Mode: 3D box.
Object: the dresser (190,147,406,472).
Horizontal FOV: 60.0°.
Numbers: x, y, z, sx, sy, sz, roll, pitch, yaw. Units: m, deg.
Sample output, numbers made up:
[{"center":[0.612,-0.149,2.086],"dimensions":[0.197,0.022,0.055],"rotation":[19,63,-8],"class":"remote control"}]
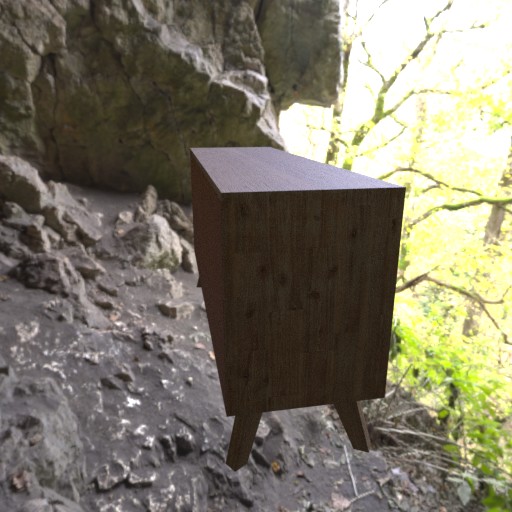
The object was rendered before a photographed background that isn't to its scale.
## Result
[{"center":[0.000,0.000,1.892],"dimensions":[0.455,0.805,1.554],"rotation":[-3,18,-10],"class":"dresser"}]
